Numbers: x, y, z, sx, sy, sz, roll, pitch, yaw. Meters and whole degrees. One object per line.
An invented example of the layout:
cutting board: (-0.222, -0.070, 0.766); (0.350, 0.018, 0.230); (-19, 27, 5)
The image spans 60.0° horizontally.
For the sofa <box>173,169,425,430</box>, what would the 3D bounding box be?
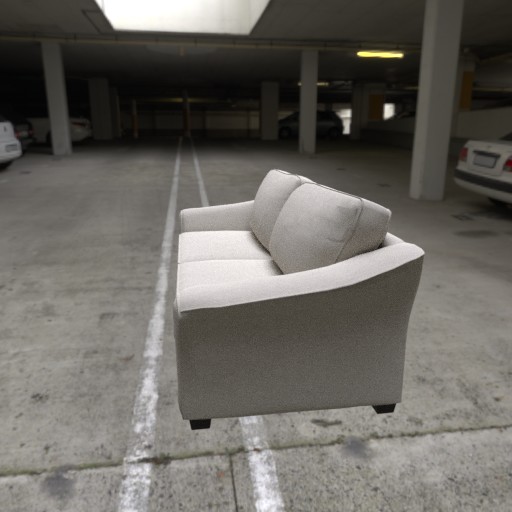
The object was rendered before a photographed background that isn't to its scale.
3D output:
sofa: (0.000, 0.000, 2.749); (0.980, 0.965, 2.270); (-2, 15, -9)
